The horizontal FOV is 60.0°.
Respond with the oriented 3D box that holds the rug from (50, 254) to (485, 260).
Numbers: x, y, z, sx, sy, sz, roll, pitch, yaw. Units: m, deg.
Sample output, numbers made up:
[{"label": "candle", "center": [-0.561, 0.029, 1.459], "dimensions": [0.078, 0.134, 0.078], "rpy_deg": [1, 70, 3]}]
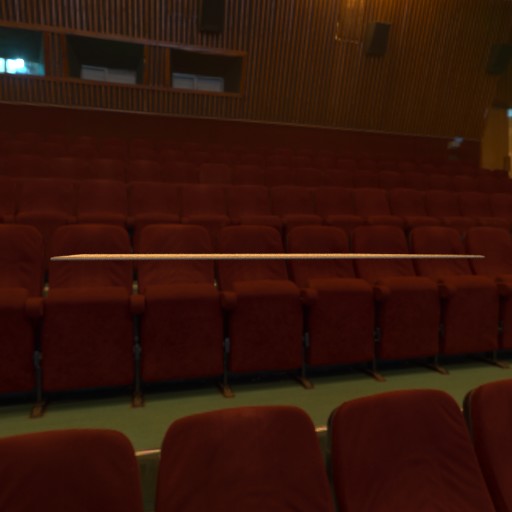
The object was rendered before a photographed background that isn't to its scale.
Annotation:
[{"label": "rug", "center": [0.000, 0.000, 2.365], "dimensions": [1.847, 0.012, 1.224], "rpy_deg": [0, 1, -17]}]
